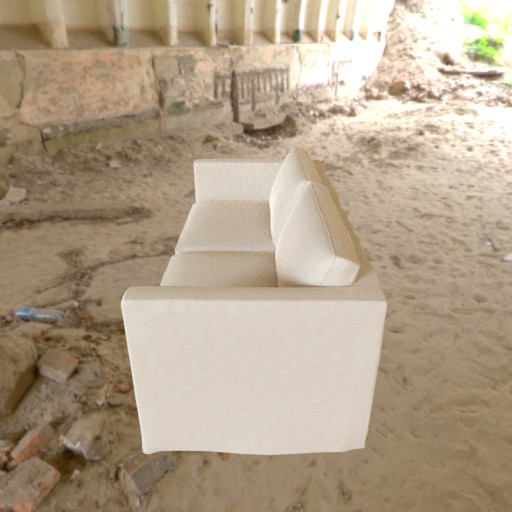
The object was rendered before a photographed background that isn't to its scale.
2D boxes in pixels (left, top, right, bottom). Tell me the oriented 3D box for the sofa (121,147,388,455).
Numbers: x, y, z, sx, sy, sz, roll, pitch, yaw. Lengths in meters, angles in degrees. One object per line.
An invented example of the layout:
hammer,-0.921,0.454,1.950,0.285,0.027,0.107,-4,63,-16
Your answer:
sofa,0.000,0.000,2.502,0.940,0.870,1.987,0,26,0
